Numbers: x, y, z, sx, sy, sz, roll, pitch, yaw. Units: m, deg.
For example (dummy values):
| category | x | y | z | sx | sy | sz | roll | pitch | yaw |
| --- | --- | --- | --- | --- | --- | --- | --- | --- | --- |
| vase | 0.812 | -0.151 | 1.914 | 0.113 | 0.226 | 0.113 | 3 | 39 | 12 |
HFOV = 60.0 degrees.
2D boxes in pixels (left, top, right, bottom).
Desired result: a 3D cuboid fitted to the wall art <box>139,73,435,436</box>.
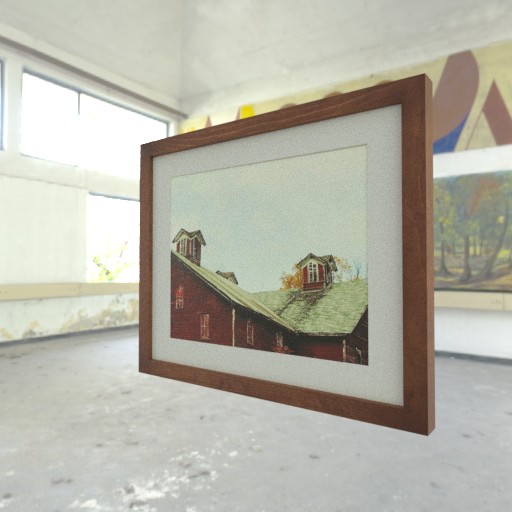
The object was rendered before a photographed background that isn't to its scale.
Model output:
| category | x | y | z | sx | sy | sz | roll | pitch | yaw |
| --- | --- | --- | --- | --- | --- | --- | --- | --- | --- |
| wall art | 0.000 | 0.000 | 0.736 | 0.558 | 0.457 | 0.033 | -1 | -1 | 36 |
